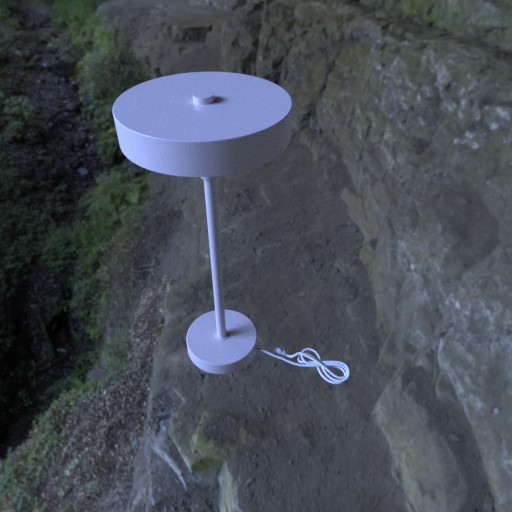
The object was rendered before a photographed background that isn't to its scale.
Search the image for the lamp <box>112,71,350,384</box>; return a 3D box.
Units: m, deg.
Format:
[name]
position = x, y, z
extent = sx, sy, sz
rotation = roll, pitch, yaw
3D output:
[lamp]
position = 0.000, 0.000, 0.715
extent = 0.369, 0.508, 0.229
rotation = 11, 42, 13
